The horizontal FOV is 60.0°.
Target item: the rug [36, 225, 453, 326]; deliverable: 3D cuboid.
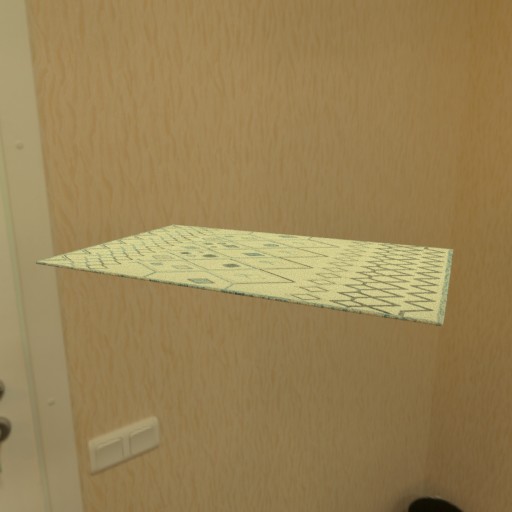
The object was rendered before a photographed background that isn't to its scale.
[{"bbox_3d":[0.000,0.000,3.030,2.439,0.015,1.524,6,15,24],"label":"rug"}]
